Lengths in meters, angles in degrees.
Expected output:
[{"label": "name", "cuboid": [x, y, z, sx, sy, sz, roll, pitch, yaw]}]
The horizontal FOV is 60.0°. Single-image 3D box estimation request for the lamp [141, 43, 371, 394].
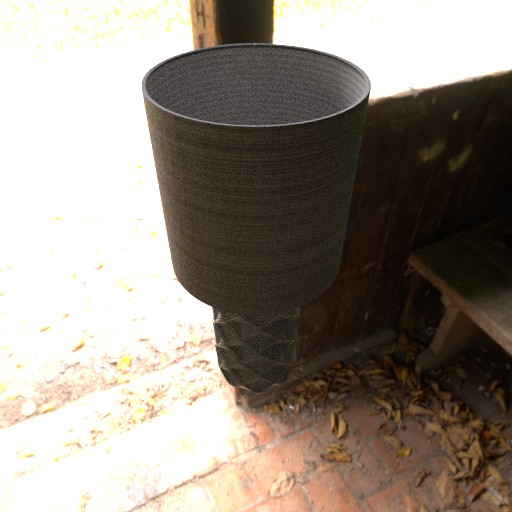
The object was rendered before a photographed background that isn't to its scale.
[{"label": "lamp", "cuboid": [0.000, 0.000, 0.713, 0.269, 0.566, 0.268, 25, 47, 26]}]
